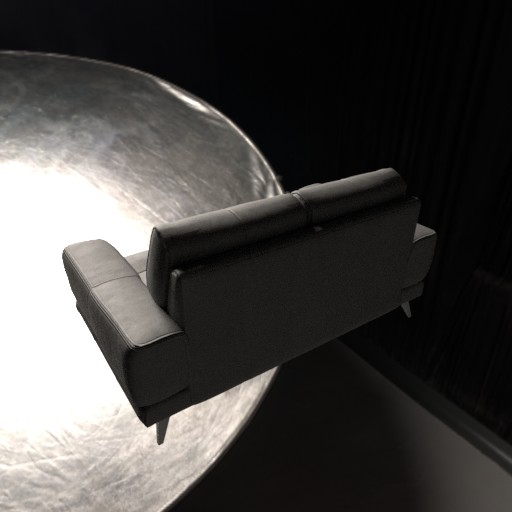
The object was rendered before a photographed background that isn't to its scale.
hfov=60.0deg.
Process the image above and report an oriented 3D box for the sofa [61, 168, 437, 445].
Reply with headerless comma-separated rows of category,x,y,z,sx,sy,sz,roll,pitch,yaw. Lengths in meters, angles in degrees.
sofa,0.000,0.000,2.402,1.806,0.907,1.018,-18,33,-30
